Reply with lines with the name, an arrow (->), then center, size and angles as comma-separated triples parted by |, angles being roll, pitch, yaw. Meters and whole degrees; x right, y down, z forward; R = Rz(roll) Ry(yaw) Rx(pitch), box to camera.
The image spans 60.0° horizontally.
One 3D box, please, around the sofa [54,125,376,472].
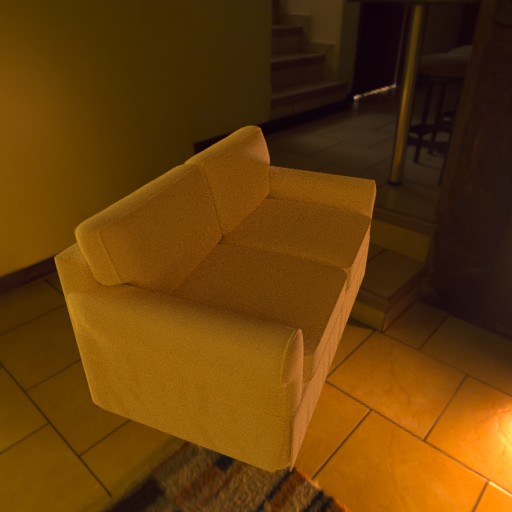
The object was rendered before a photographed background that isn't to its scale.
sofa -> 0.000, 0.000, 2.315 | 0.991, 0.940, 1.727 | 12, 33, 19
